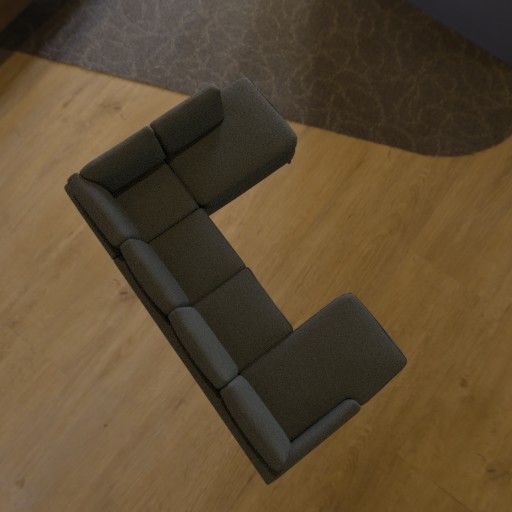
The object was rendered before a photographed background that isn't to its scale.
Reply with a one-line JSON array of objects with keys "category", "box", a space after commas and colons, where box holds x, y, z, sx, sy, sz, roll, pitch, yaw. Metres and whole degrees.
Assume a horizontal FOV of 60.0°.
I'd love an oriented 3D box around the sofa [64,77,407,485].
[{"category": "sofa", "box": [0.000, 0.000, 3.822, 1.984, 0.858, 2.975, -36, 79, -8]}]
